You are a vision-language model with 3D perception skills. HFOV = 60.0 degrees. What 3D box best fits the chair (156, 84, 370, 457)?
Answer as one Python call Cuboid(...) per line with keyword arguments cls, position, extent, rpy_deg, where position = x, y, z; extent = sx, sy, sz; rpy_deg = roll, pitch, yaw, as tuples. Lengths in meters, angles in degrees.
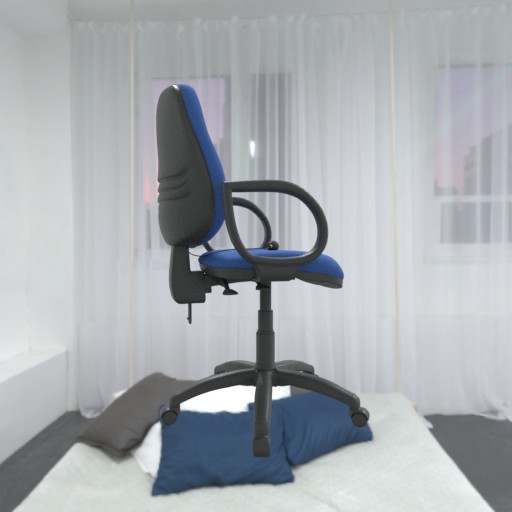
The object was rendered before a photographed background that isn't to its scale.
Cuboid(cls="chair", position=(0.000, 0.000, 1.260), extent=(0.549, 0.905, 0.552), rpy_deg=(-1, 2, -17))
